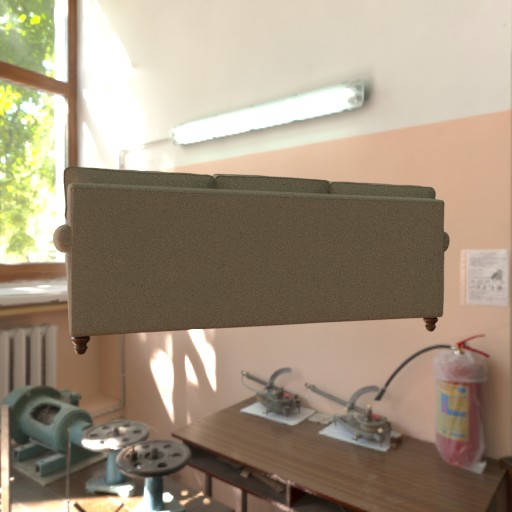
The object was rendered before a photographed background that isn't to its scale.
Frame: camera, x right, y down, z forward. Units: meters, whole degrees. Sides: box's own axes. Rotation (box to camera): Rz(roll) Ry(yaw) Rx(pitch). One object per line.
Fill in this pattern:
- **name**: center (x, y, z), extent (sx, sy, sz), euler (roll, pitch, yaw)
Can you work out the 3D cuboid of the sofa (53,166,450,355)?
- **sofa**: center (0.000, 0.000, 2.856), extent (2.354, 0.948, 0.966), euler (0, 0, -18)
